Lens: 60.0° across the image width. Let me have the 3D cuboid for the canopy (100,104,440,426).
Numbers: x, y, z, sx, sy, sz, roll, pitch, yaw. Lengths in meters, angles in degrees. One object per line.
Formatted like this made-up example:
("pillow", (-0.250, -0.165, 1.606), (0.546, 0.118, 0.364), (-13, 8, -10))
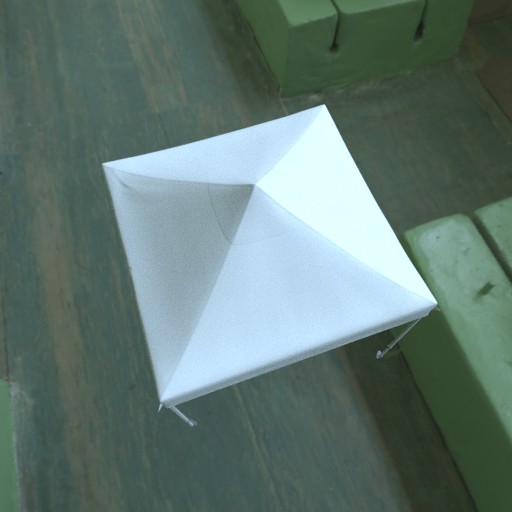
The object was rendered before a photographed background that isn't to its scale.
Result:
("canopy", (0.000, 0.000, 5.496), (2.996, 2.998, 2.994), (-17, 65, -9))
